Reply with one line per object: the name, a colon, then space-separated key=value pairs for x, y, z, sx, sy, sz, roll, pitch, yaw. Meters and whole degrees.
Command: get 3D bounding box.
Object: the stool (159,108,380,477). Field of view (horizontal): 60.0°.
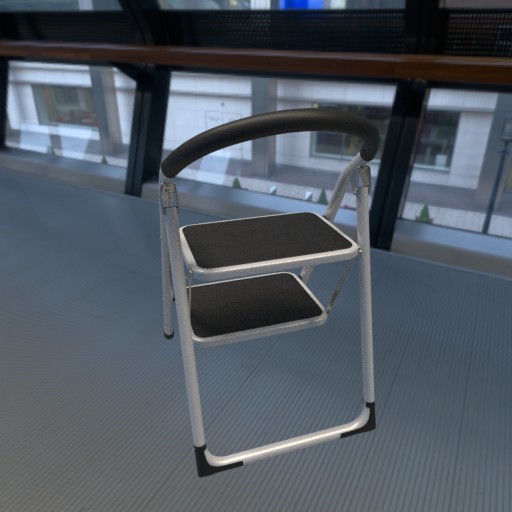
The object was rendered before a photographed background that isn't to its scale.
stool: x=0.000 y=0.000 z=1.091 sx=0.453 sy=0.760 sz=0.559 roll=-8 pitch=27 yaw=-16
